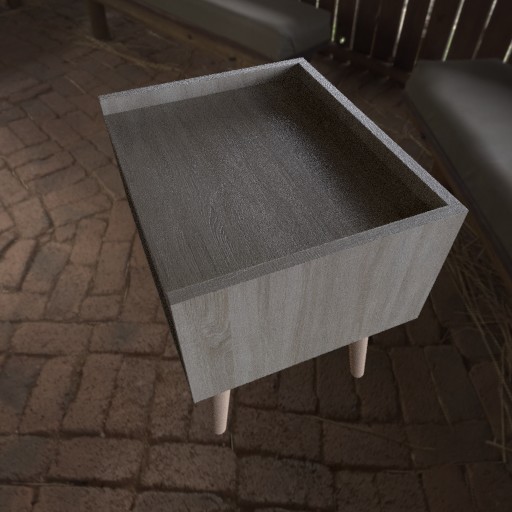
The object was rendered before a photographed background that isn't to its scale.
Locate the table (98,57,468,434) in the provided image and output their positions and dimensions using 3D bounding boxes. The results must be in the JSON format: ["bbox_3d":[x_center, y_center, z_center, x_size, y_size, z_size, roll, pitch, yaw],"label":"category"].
[{"bbox_3d":[0.000,0.000,0.802,0.370,0.470,0.450,-17,50,-15],"label":"table"}]
